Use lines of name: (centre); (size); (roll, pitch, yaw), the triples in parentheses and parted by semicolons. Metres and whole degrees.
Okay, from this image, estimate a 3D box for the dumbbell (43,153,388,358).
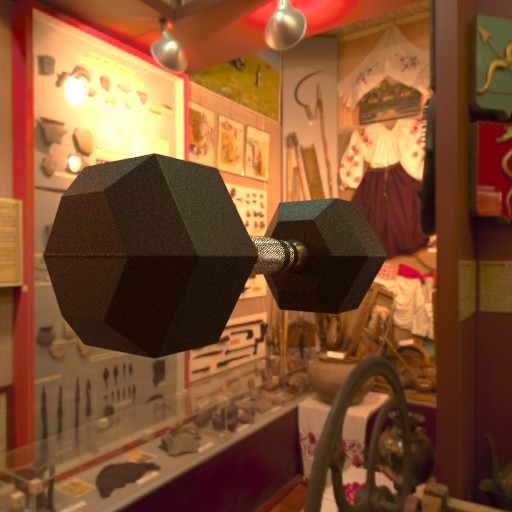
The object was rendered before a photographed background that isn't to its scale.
dumbbell: (0.000, 0.000, 0.408); (0.141, 0.123, 0.356); (0, 0, 35)
